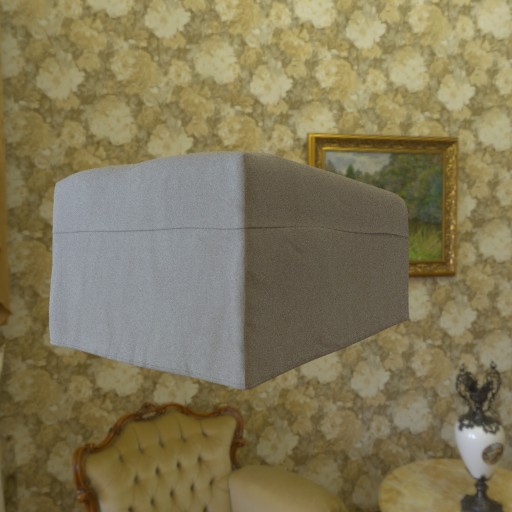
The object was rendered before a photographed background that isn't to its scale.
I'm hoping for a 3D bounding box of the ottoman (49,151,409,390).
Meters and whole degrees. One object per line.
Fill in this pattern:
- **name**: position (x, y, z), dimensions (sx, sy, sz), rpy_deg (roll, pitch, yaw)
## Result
- **ottoman**: position (0.000, 0.000, 1.195), dimensions (0.590, 0.444, 0.872), rpy_deg (1, 1, 35)
